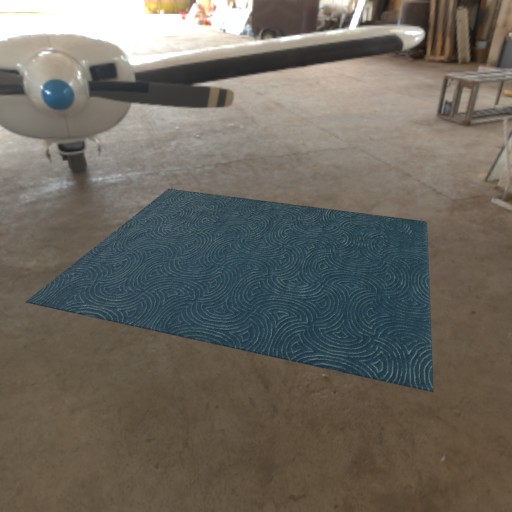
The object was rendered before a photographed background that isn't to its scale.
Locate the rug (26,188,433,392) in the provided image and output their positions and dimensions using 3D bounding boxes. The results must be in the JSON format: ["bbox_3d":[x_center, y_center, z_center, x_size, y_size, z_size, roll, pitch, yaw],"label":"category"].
[{"bbox_3d":[0.000,0.000,4.086,3.033,0.012,2.432,9,32,15],"label":"rug"}]
